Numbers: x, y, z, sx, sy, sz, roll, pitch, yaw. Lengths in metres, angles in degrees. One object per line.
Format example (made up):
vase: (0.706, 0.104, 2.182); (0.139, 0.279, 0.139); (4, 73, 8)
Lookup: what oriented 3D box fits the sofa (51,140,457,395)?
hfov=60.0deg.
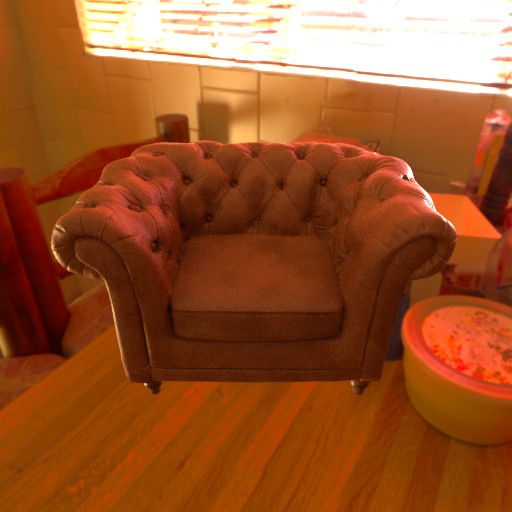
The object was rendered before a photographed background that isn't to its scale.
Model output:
sofa: (0.000, 0.000, 2.042); (1.405, 0.878, 1.033); (0, 31, 0)
